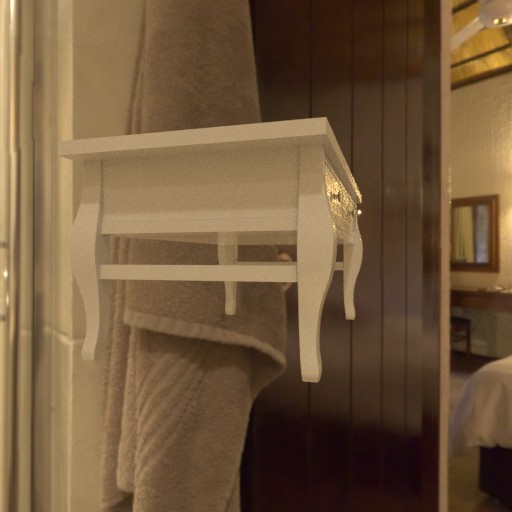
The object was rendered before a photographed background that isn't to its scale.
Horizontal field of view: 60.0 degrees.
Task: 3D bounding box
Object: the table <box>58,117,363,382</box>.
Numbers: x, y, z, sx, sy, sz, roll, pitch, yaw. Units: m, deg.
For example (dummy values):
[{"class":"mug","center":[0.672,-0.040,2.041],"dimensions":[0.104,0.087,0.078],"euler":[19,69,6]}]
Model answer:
[{"class":"table","center":[0.000,0.000,1.390],"dimensions":[0.600,0.495,1.062],"euler":[0,0,17]}]
